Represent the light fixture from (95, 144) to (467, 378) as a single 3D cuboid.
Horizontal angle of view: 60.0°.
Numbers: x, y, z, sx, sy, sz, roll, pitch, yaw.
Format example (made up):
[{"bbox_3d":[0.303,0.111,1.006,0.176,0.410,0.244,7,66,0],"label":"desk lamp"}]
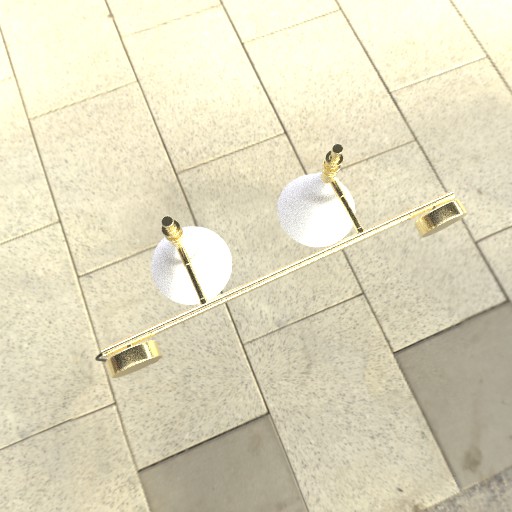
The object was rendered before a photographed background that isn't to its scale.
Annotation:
[{"bbox_3d":[0.000,0.000,0.858,0.642,0.468,0.239,-24,76,-6],"label":"light fixture"}]
